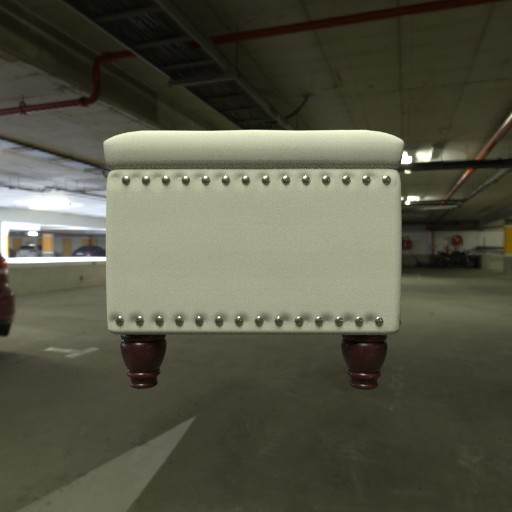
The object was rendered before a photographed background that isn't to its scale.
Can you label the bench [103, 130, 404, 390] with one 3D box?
[{"bbox_3d":[0.000,0.000,1.172,0.500,0.449,0.887,0,1,1],"label":"bench"}]
